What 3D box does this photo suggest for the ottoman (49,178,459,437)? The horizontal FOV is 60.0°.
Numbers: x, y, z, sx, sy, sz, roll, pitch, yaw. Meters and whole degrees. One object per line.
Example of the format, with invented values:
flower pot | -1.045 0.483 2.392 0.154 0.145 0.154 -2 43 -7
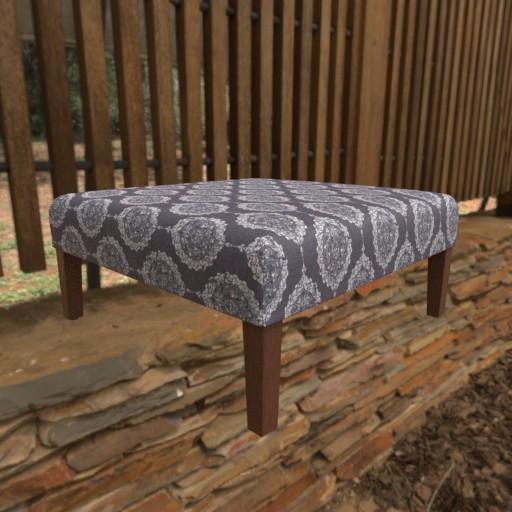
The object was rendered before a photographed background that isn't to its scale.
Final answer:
ottoman | 0.000 0.000 1.375 0.890 0.409 0.889 13 20 42
